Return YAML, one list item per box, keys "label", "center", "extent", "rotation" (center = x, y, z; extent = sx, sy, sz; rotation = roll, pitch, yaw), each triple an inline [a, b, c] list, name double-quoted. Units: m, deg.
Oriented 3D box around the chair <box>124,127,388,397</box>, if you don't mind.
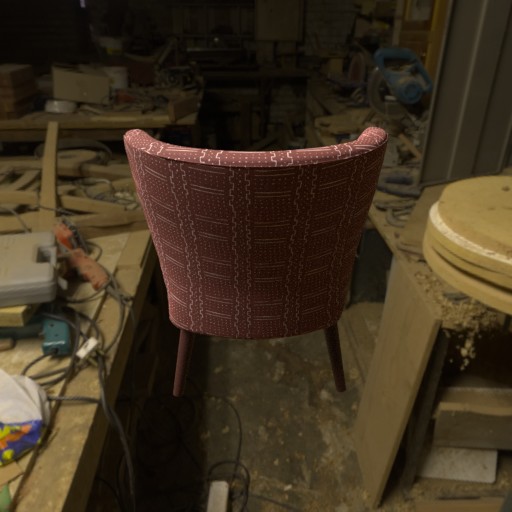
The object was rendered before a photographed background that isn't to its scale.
- label: "chair"
  center: [0.000, 0.000, 1.426]
  extent: [0.706, 0.866, 0.758]
  rotation: [-1, 29, -2]
